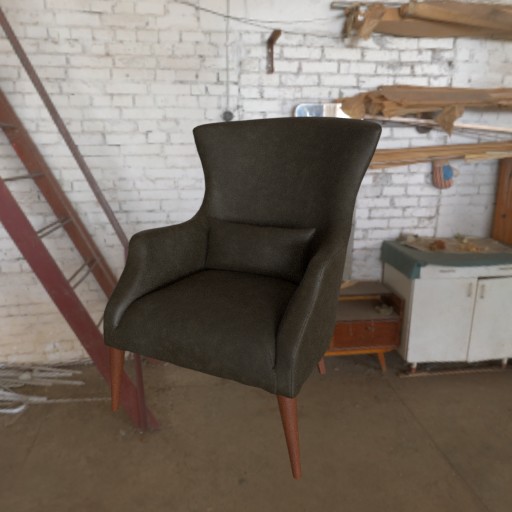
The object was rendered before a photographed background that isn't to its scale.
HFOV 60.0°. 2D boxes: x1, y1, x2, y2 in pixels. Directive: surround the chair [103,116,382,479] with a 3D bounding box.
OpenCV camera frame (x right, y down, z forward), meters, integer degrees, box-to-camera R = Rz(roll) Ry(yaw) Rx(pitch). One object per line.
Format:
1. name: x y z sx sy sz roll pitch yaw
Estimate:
1. chair: 0.000 0.000 1.734 0.819 1.068 0.954 8 17 26
